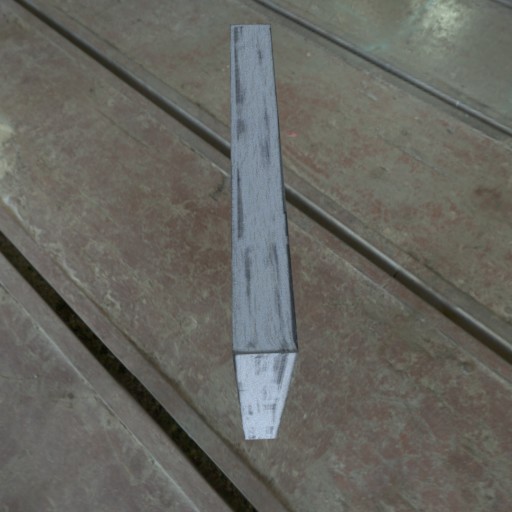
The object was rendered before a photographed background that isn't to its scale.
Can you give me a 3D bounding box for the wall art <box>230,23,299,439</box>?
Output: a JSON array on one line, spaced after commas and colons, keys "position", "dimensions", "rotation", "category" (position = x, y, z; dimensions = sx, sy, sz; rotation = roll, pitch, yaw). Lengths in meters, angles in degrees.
[{"position": [0.000, 0.000, 0.450], "dimensions": [0.036, 0.303, 0.303], "rotation": [-2, 59, -1], "category": "wall art"}]
